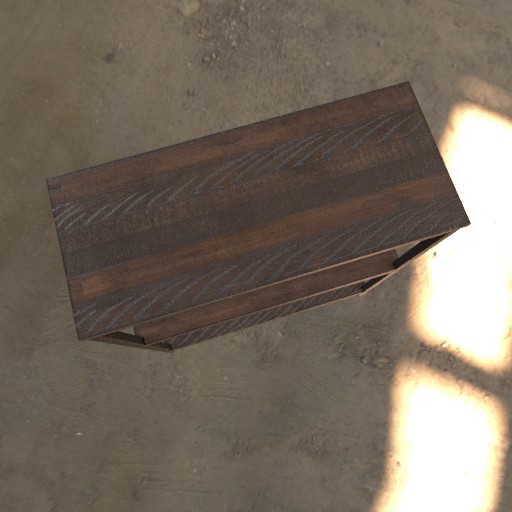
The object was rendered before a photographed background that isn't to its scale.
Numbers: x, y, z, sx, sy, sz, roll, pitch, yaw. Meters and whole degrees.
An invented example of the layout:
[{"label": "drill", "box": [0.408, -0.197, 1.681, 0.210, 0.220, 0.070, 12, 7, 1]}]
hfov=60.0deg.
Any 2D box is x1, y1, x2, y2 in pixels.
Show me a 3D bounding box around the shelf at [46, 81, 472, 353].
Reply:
[{"label": "shelf", "box": [0.000, 0.000, 1.385, 0.822, 0.947, 0.352, -16, 77, -4]}]
